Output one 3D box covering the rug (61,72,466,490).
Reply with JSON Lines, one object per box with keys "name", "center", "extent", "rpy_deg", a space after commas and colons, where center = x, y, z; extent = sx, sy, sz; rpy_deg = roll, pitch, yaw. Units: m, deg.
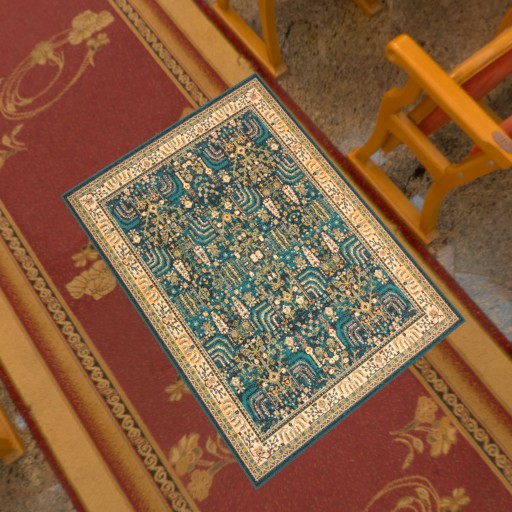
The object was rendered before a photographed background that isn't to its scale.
{"name": "rug", "center": [0.000, 0.000, 3.927], "extent": [2.226, 0.015, 3.044], "rpy_deg": [-35, 78, -8]}
